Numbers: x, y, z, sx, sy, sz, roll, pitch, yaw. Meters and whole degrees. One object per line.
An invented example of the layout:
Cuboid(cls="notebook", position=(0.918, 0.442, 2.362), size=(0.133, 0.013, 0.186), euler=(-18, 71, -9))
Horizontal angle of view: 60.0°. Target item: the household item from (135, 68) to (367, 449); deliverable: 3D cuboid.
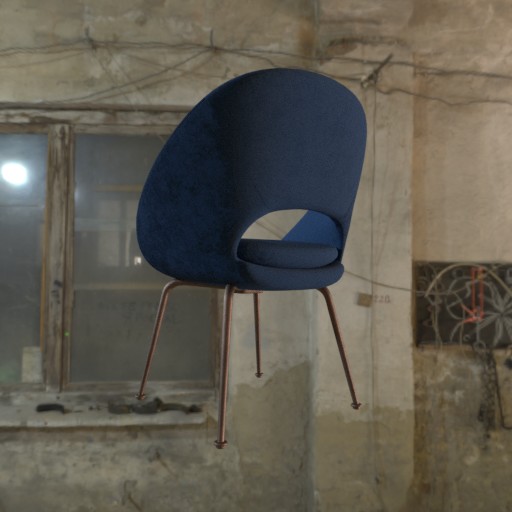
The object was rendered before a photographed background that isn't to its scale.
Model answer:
Cuboid(cls="household item", position=(0.000, 0.000, 1.259), size=(0.623, 0.852, 0.573), euler=(1, -2, -37))
